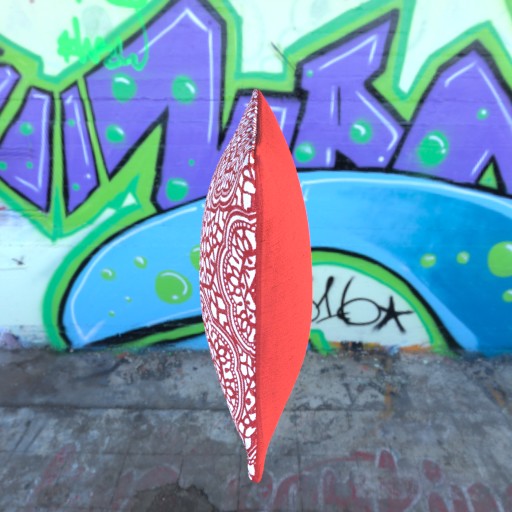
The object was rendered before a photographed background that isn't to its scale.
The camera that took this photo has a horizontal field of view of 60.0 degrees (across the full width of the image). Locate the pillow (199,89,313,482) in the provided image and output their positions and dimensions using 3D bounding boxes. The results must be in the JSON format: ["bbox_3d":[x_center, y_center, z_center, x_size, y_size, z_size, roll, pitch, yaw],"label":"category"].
[{"bbox_3d":[0.000,0.000,0.654,0.162,0.419,0.438,0,27,0],"label":"pillow"}]
